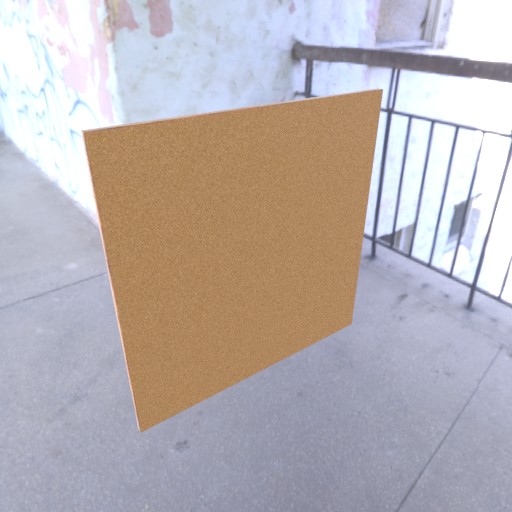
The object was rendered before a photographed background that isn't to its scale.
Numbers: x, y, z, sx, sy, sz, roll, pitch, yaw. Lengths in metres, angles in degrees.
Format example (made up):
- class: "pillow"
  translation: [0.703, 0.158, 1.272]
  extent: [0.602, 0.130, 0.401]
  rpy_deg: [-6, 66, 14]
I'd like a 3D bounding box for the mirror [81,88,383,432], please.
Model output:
- class: "mirror"
  translation: [0.000, 0.000, 1.221]
  extent: [0.804, 0.804, 0.061]
  rpy_deg: [-19, 35, -30]
